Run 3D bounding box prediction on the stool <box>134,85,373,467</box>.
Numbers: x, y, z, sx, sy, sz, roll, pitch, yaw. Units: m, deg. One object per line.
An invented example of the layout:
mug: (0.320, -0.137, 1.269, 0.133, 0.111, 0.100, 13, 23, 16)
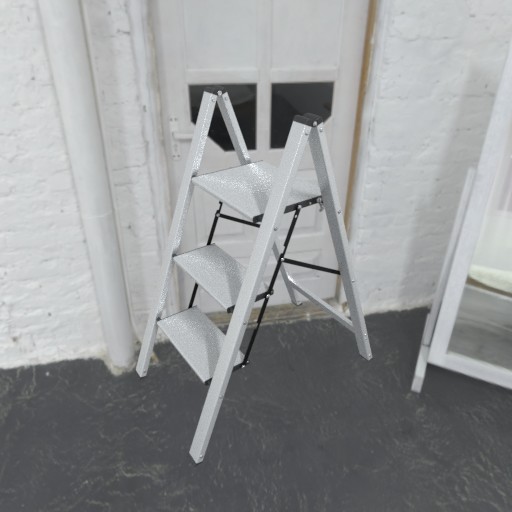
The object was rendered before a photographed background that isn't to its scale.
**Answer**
stool: (0.000, 0.000, 1.328, 0.730, 0.902, 0.441, -20, 37, -30)
